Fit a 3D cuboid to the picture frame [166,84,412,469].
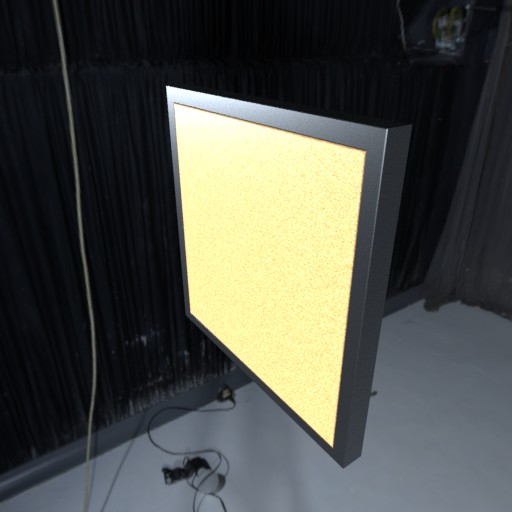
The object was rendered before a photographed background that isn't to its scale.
[{"bbox_3d":[0.000,0.000,0.527,0.029,0.353,0.355,-18,32,-32],"label":"picture frame"}]
